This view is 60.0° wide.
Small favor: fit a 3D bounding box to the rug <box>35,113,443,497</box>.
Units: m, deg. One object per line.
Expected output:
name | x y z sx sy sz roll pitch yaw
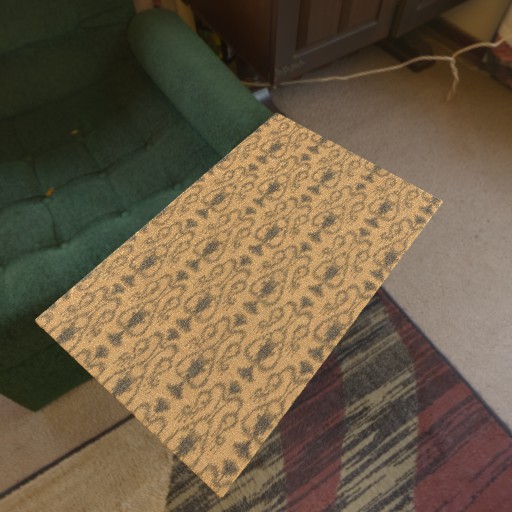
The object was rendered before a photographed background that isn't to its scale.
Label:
rug | 0.000 0.000 2.010 1.035 0.006 1.652 34 64 20
